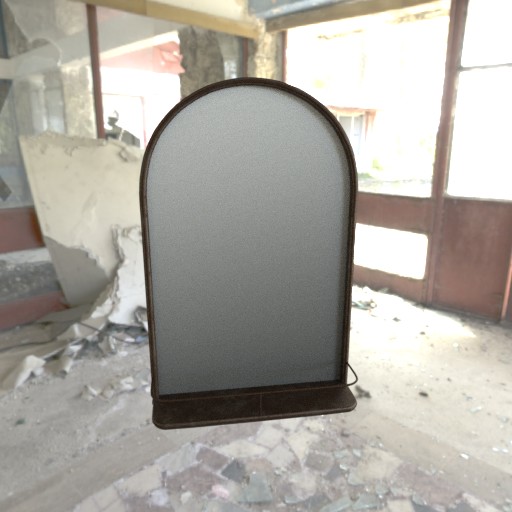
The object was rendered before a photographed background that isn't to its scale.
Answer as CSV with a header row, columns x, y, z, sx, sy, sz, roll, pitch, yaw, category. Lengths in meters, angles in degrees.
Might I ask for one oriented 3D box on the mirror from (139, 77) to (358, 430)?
x,y,z,sx,sy,sz,roll,pitch,yaw,category
0.000,0.000,1.005,0.510,0.770,0.137,-2,15,-9,mirror
